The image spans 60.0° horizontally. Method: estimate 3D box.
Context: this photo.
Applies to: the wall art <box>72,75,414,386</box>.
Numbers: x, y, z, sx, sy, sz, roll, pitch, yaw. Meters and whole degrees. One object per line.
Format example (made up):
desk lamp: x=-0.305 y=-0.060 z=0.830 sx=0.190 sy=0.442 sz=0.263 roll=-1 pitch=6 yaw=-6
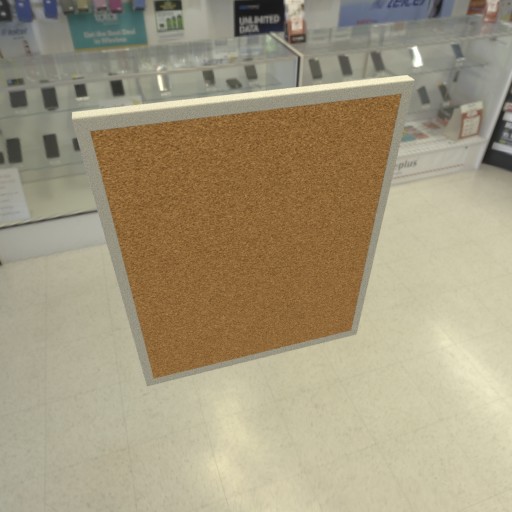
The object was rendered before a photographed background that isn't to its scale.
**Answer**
wall art: x=0.000 y=0.000 z=0.734 sx=0.444 sy=0.536 sz=0.020 roll=-11 pitch=42 yaw=-13
